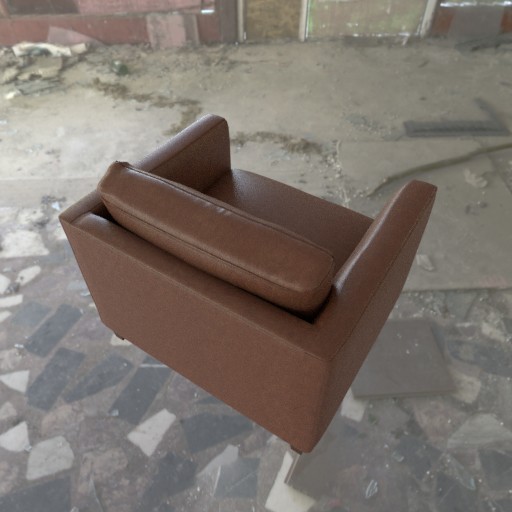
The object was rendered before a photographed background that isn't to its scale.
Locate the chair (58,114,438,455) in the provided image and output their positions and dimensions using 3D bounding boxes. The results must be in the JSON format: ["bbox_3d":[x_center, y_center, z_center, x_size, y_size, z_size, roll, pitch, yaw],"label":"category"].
[{"bbox_3d":[0.000,0.000,1.836,1.107,0.917,0.959,25,51,22],"label":"chair"}]
